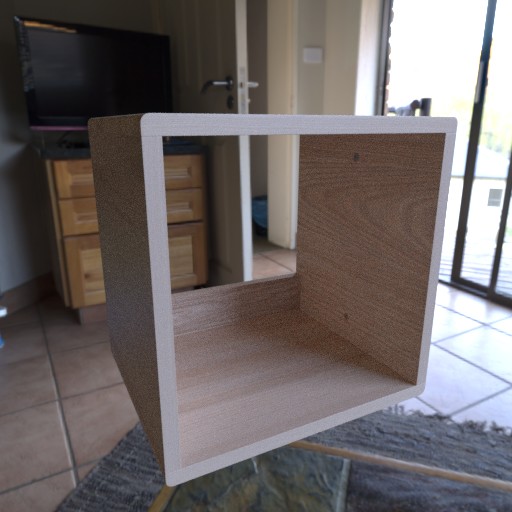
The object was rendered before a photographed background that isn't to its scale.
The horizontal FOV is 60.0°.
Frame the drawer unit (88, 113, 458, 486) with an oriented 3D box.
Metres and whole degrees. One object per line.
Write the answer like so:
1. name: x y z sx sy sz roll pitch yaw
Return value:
1. drawer unit: 0.000 0.000 0.576 0.344 0.344 0.290 -8 18 -26
